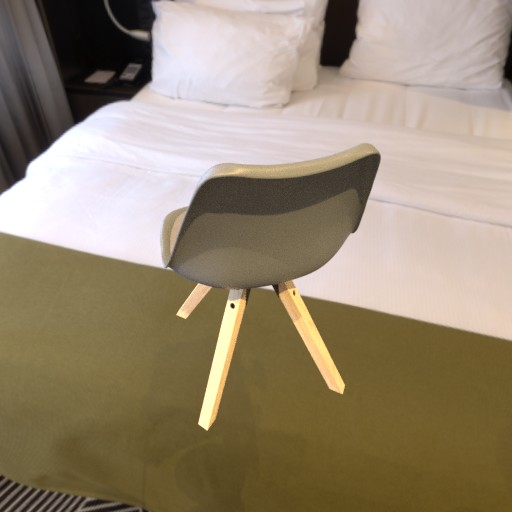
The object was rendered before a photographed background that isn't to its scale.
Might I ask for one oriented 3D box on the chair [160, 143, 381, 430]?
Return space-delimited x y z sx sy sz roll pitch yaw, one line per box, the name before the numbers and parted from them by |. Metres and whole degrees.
chair | 0.000 0.000 1.177 0.485 0.850 0.550 -11 42 -12
